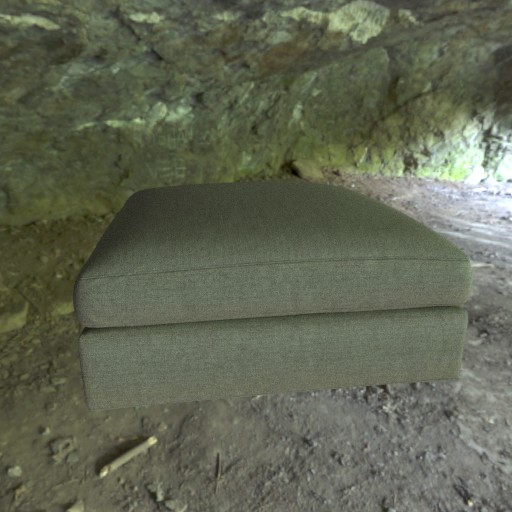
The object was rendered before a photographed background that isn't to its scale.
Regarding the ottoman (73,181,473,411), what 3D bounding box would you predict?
[{"bbox_3d":[0.000,0.000,1.599,1.041,0.470,1.041,-2,18,-8],"label":"ottoman"}]
